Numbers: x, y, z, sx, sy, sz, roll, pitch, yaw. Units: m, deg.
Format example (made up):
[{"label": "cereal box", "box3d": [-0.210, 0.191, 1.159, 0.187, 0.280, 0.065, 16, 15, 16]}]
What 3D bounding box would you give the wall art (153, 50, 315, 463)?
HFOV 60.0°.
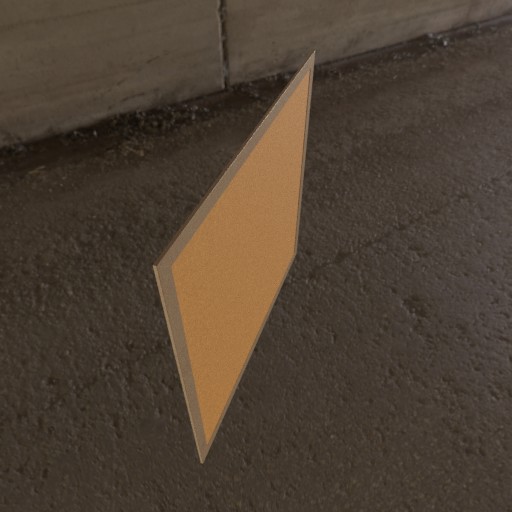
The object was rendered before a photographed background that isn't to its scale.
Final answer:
[{"label": "wall art", "box3d": [0.000, 0.000, 1.640, 0.025, 1.067, 1.168, 15, 48, 14]}]
